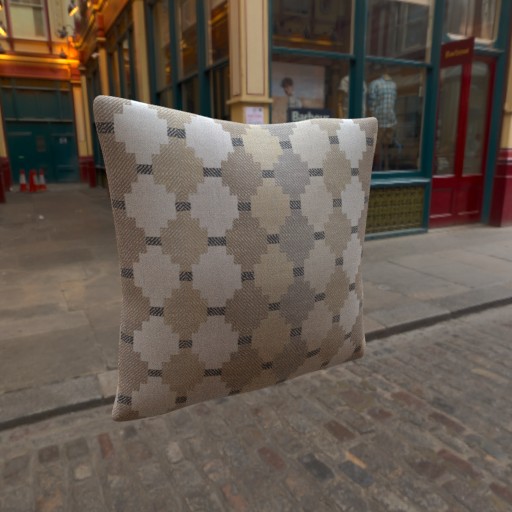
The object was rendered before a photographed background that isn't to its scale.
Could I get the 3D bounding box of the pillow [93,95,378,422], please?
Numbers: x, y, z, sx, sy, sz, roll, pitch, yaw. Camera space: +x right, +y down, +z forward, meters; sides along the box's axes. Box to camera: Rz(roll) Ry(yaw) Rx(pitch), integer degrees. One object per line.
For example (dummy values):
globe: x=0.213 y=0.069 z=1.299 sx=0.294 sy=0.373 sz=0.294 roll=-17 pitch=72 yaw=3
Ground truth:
pillow: x=0.000 y=0.000 z=0.855 sx=0.578 sy=0.558 sz=0.192 roll=-7 pitch=15 yaw=-27
